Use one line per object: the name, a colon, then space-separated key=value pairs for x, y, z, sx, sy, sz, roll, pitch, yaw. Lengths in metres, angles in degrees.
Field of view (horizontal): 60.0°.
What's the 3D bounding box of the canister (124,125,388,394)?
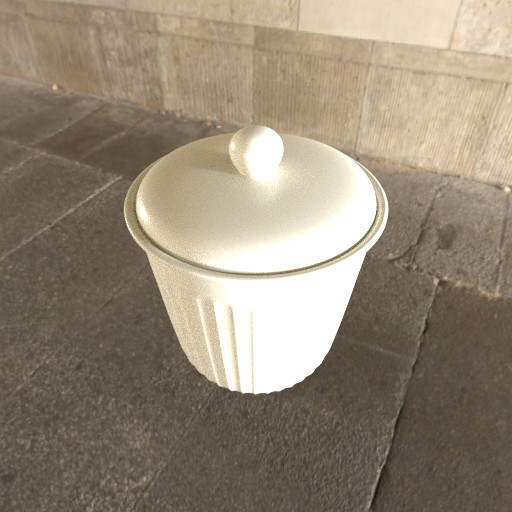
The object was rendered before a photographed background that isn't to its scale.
canister: x=0.000 y=0.000 z=0.349 sx=0.181 sy=0.211 sz=0.181 roll=0 pitch=40 yaw=0
